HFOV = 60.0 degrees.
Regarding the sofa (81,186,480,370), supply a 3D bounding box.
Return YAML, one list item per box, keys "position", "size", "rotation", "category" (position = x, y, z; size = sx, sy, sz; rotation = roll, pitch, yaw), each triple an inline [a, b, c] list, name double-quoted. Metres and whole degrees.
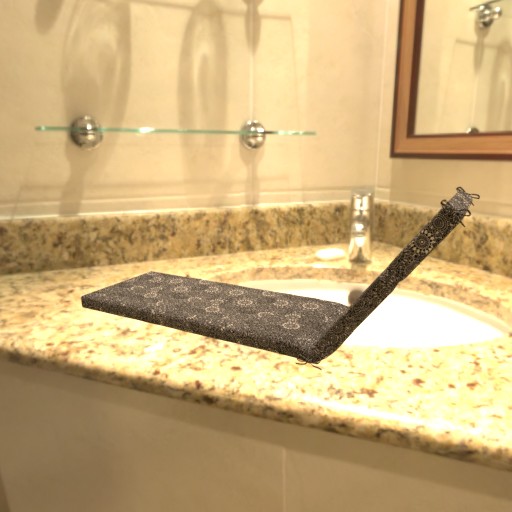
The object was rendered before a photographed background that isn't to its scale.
- position: [0.000, 0.000, 1.917]
  size: [1.663, 0.622, 0.582]
  rotation: [7, 16, 27]
  category: "sofa"
